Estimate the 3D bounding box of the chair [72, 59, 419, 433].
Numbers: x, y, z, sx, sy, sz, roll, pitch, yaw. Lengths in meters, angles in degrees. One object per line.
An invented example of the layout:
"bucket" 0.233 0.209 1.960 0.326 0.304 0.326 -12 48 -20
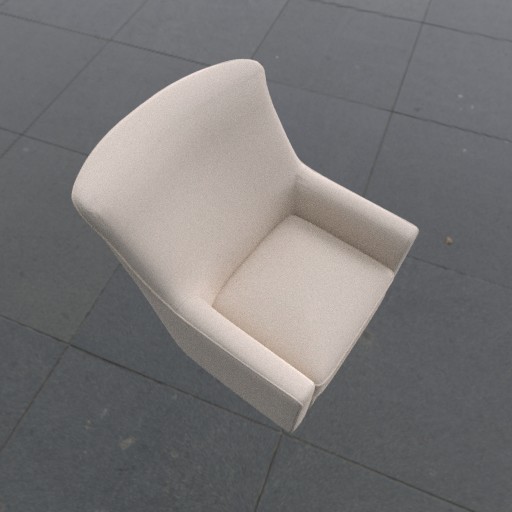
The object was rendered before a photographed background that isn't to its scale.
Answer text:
"chair" 0.000 0.000 1.567 0.879 0.916 0.756 32 64 18
